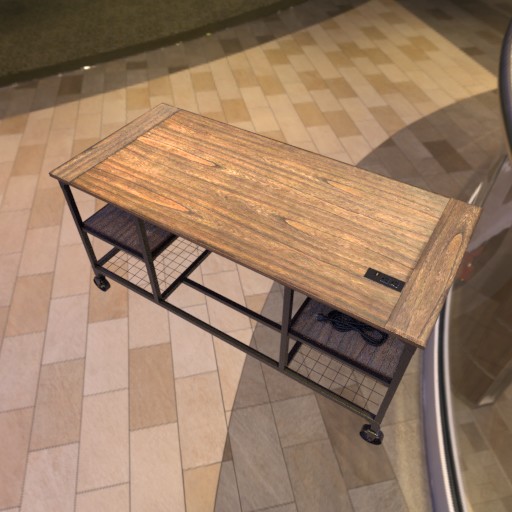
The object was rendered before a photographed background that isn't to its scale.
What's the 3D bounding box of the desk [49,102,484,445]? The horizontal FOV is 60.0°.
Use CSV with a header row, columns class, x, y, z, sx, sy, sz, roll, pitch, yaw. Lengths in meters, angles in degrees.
class,x,y,z,sx,sy,sz,roll,pitch,yaw
desk,0.000,0.000,2.002,1.590,0.751,0.711,24,51,22
